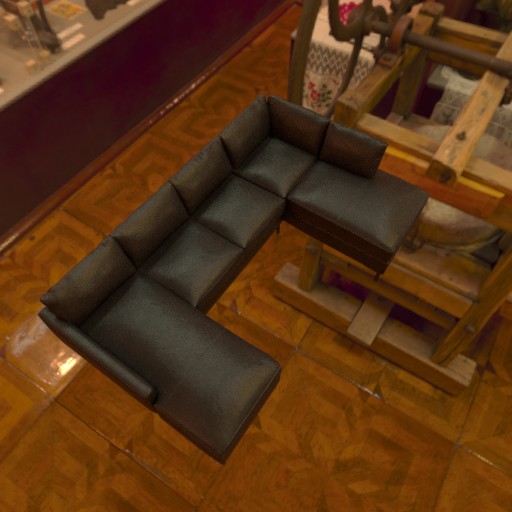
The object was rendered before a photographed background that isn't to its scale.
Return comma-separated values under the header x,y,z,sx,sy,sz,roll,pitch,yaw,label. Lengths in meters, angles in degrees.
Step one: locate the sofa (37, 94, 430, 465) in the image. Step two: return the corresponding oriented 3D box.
x,y,z,sx,sy,sz,roll,pitch,yaw,label
0.000,0.000,3.808,1.939,0.900,2.956,30,62,18,sofa
